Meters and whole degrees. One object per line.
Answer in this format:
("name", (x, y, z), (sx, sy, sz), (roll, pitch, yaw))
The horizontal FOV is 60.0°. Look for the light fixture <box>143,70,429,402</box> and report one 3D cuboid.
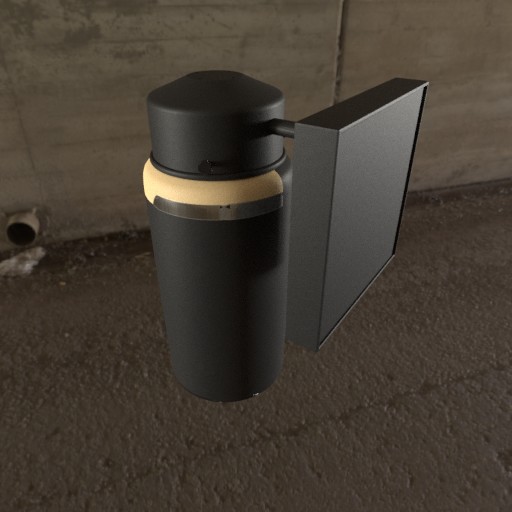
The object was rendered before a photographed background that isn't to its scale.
("light fixture", (0.000, 0.000, 0.343), (0.176, 0.257, 0.130), (20, 37, 29))
